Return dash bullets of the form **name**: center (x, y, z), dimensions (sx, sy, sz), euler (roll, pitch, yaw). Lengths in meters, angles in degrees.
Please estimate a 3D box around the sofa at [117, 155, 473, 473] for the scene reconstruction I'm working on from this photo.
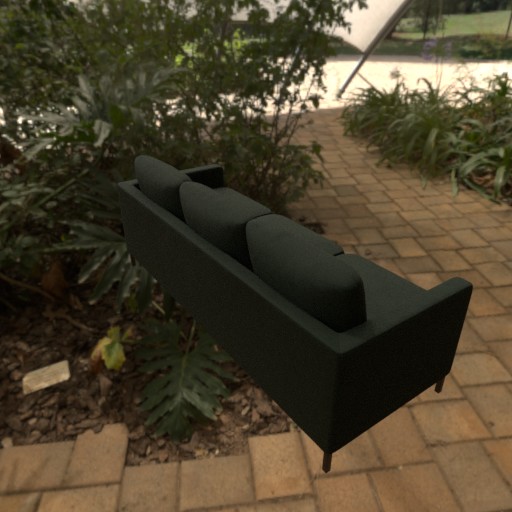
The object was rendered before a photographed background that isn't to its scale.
- **sofa**: center (0.000, 0.000, 2.647), dimensions (0.859, 0.870, 2.218), euler (-19, 33, -31)
